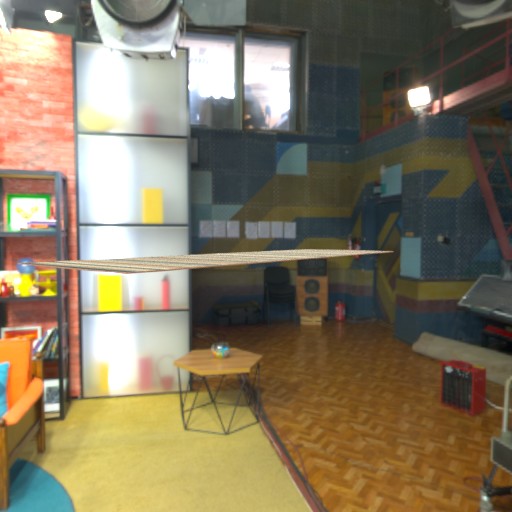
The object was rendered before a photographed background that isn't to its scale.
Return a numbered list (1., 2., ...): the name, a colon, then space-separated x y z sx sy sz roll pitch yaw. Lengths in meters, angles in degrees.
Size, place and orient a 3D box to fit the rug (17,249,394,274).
1. rug: 0.000 0.000 2.678 0.799 0.010 2.444 2 3 38
